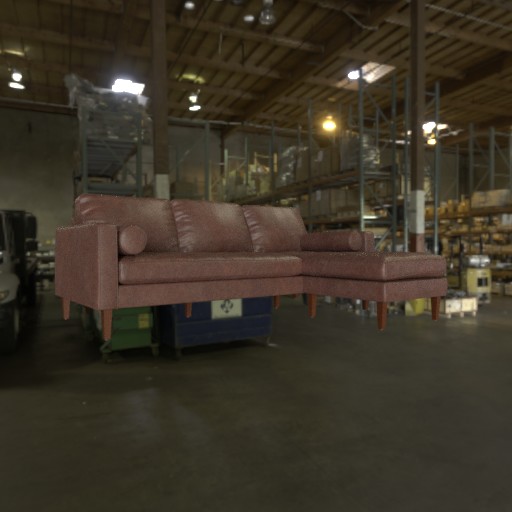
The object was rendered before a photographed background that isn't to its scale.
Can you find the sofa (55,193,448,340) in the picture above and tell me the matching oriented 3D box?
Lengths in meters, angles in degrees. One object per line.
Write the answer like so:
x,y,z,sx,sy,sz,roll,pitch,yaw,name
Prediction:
0.000,0.000,2.949,2.185,0.841,1.613,-1,1,-37,sofa
